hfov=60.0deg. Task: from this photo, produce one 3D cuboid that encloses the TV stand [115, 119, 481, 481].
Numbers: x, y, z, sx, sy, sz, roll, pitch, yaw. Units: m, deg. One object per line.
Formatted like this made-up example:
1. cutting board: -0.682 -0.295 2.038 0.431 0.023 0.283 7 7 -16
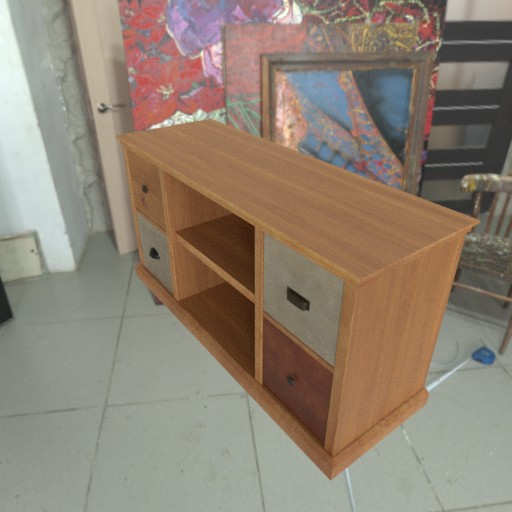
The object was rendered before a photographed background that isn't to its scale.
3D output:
1. TV stand: 0.000 0.000 1.475 0.417 0.607 1.181 -21 37 -31
